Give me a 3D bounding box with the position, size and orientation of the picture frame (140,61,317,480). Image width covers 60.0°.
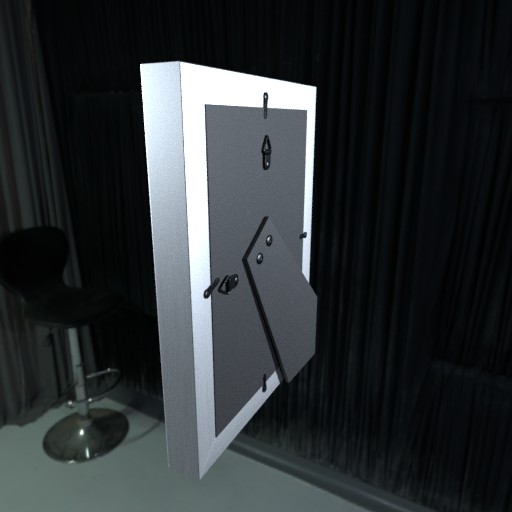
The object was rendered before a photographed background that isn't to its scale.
[{"bbox_3d":[0.000,0.000,0.277,0.028,0.208,0.157,9,19,26],"label":"picture frame"}]
